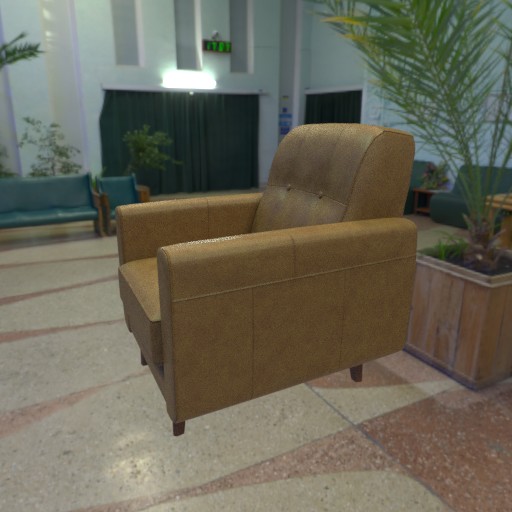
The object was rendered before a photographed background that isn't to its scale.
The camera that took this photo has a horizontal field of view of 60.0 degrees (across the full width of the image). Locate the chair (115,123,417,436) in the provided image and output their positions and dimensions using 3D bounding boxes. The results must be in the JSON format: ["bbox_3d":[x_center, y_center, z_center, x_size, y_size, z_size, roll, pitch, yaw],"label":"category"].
[{"bbox_3d":[0.000,0.000,1.683,0.942,0.968,0.845,-8,18,-25],"label":"chair"}]
